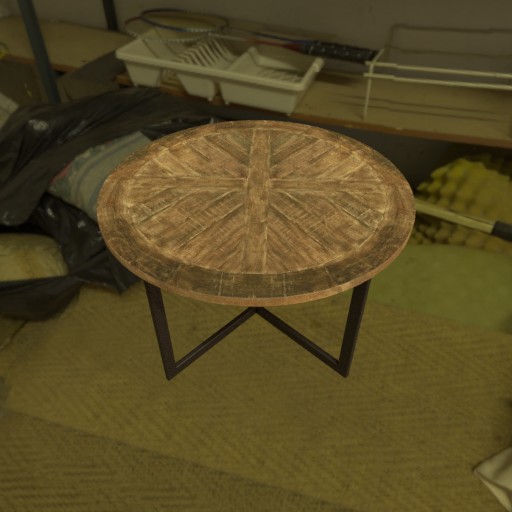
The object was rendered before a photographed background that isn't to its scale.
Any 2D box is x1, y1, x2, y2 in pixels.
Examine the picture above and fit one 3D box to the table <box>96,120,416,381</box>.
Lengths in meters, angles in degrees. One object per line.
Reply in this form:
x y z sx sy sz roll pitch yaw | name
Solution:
0.000 0.000 2.067 1.264 0.762 1.264 0 41 0 | table
